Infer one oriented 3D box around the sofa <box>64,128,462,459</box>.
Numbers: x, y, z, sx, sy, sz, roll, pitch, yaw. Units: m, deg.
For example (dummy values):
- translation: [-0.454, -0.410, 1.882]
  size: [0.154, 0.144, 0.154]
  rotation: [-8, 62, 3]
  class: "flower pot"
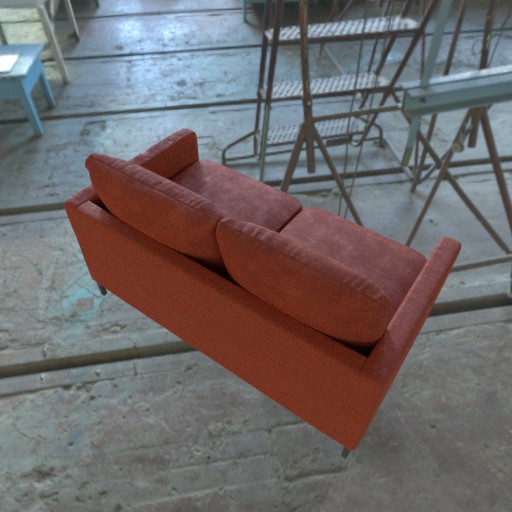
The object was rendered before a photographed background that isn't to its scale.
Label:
- translation: [0.000, 0.000, 2.097]
  size: [1.574, 0.896, 0.864]
  rotation: [27, 52, 23]
  class: "sofa"
